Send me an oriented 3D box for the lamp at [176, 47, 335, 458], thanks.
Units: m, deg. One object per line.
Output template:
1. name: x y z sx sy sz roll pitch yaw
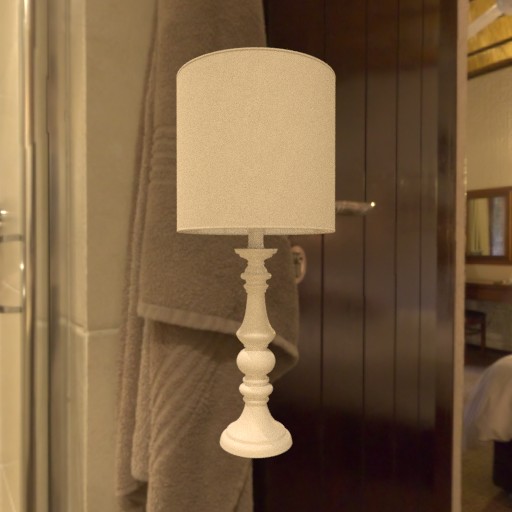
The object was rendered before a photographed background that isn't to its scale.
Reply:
1. lamp: 0.000 0.000 0.711 0.250 0.597 0.250 0 1 18
